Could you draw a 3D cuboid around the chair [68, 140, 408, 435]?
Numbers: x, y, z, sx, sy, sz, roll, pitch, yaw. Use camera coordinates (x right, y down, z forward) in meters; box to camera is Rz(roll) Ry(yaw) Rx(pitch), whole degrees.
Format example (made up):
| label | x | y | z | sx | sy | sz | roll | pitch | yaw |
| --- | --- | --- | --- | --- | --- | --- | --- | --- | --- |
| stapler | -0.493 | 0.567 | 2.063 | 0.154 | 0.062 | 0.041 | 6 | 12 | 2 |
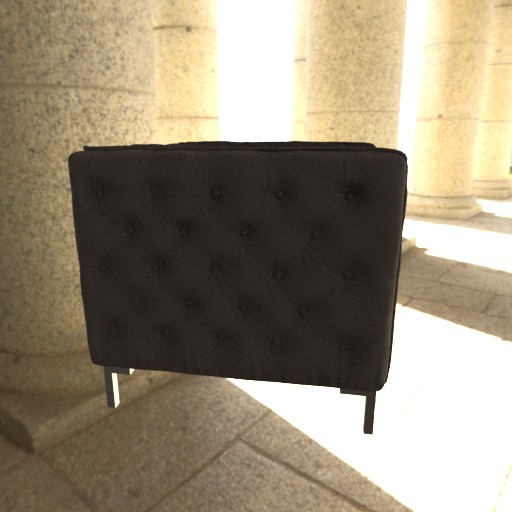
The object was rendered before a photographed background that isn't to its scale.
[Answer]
| label | x | y | z | sx | sy | sz | roll | pitch | yaw |
| --- | --- | --- | --- | --- | --- | --- | --- | --- | --- |
| chair | 0.000 | 0.000 | 1.630 | 0.913 | 0.807 | 0.946 | 3 | 16 | 9 |
